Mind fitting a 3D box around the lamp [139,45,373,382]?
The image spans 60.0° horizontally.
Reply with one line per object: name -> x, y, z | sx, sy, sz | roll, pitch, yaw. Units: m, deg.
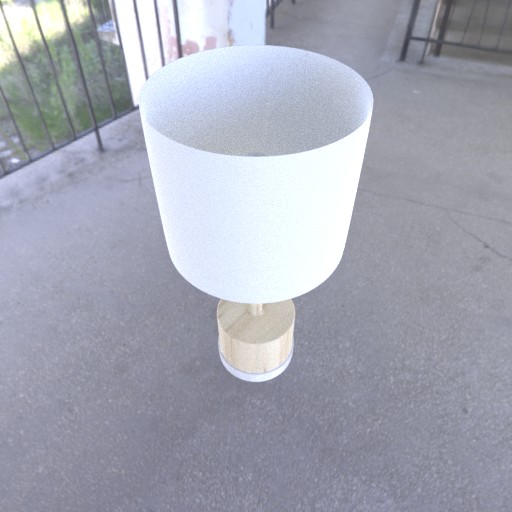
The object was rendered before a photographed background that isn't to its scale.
lamp -> 0.000, 0.000, 0.605 | 0.229, 0.470, 0.229 | 32, 54, 27
